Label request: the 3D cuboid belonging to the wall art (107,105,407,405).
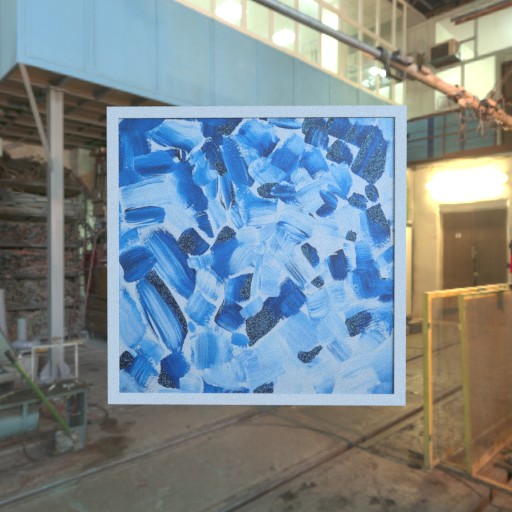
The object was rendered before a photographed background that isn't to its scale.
[{"bbox_3d":[0.000,0.000,1.212,0.812,0.812,0.015,0,1,1],"label":"wall art"}]
